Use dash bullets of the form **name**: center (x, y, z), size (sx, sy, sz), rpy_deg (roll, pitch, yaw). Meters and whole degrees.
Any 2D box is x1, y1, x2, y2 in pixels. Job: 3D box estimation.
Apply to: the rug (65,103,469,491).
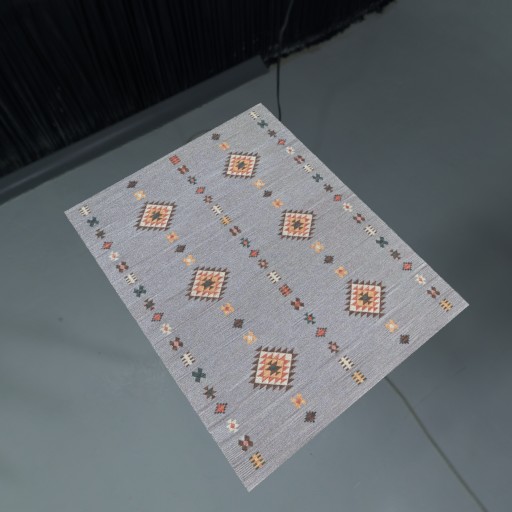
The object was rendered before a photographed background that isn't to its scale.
- **rug**: center (0.000, 0.000, 4.128), size (2.425, 0.008, 3.035), rpy_deg (-34, 68, -16)
